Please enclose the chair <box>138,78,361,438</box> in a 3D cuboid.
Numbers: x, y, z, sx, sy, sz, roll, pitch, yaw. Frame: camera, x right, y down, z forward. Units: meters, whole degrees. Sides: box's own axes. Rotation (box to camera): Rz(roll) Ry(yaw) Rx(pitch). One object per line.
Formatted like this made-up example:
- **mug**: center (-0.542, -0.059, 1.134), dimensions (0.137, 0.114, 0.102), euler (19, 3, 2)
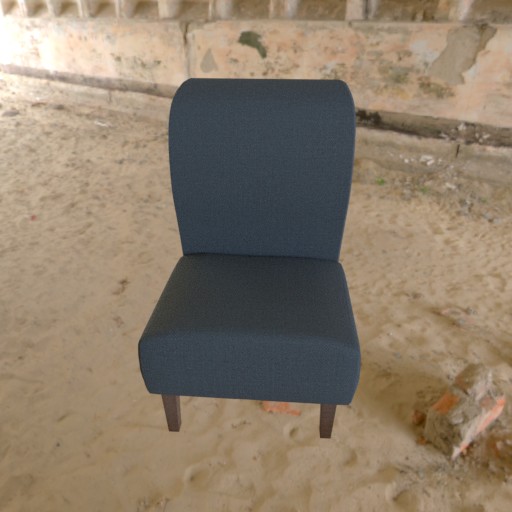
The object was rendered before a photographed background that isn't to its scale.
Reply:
- **chair**: center (0.000, 0.000, 1.172), dimensions (0.513, 0.804, 0.592), euler (1, 29, 3)
